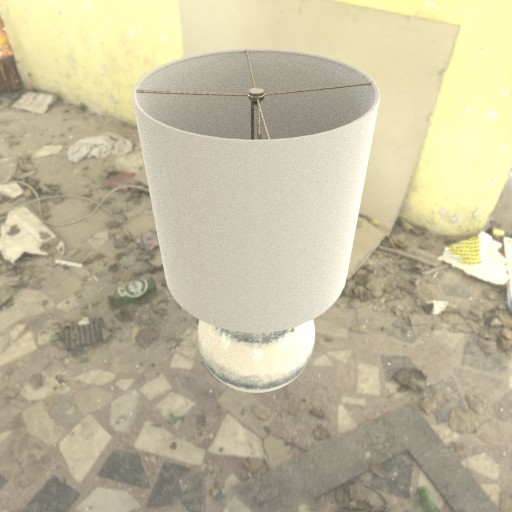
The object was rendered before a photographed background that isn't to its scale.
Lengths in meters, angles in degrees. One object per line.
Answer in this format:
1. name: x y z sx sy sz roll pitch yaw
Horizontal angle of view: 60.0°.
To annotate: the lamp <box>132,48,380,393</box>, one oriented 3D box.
1. lamp: 0.000 0.000 0.527 0.216 0.404 0.216 -25 47 -26
